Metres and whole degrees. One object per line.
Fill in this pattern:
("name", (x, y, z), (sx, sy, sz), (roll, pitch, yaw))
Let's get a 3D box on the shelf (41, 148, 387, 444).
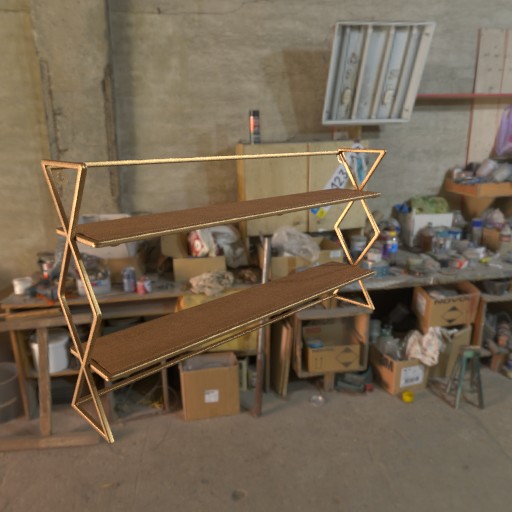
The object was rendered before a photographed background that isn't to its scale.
("shelf", (0.000, 0.000, 0.995), (0.822, 0.450, 0.150), (-15, 21, -43))
